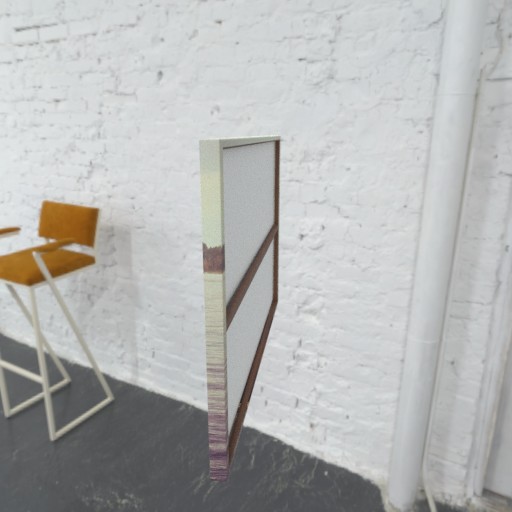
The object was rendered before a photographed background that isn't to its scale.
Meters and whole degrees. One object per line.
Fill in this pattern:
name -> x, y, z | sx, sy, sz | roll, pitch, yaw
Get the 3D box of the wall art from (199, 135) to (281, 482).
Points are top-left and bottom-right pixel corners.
wall art -> 0.000, 0.000, 1.466 | 0.040, 0.765, 1.149 | 2, 16, 8
